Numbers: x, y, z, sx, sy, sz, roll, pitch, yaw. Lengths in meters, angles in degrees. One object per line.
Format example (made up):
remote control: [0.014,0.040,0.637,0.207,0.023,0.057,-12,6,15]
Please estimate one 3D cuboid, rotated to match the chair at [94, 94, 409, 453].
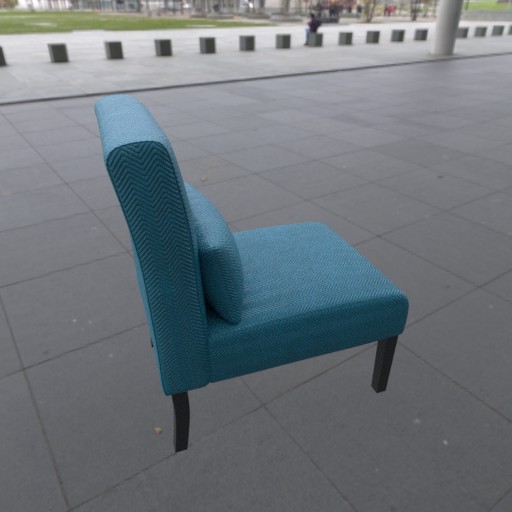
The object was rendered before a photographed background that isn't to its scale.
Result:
chair: [0.000,0.000,1.397,0.808,0.927,0.579,-10,31,-17]
